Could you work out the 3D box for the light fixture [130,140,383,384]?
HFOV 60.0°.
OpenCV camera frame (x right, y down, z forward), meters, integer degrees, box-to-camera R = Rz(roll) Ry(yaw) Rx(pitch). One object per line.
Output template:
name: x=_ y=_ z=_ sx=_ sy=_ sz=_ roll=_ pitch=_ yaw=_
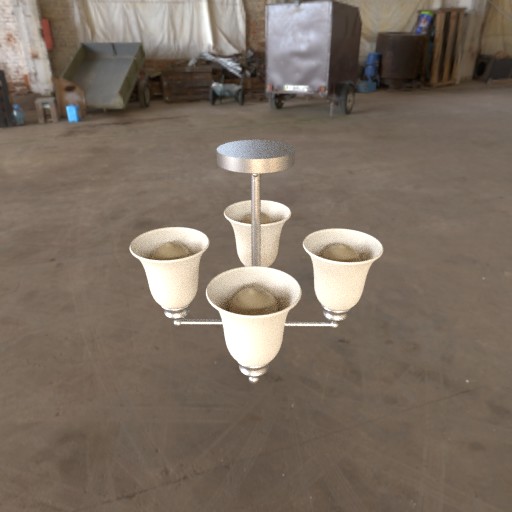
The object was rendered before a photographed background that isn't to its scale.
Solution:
light fixture: x=0.000 y=0.000 z=0.764 sx=0.427 sy=0.370 sz=0.427 roll=1 pitch=27 yaw=1
